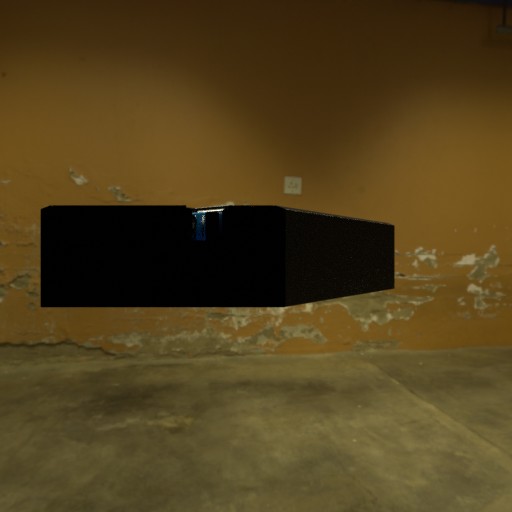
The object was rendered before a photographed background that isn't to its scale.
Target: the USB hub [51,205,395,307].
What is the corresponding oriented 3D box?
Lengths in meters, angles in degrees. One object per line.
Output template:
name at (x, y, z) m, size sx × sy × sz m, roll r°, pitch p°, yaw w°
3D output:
USB hub at (0.000, 0.000, 0.128) m, size 0.044 × 0.023 × 0.110 m, roll 0°, pitch 0°, yaw 37°
